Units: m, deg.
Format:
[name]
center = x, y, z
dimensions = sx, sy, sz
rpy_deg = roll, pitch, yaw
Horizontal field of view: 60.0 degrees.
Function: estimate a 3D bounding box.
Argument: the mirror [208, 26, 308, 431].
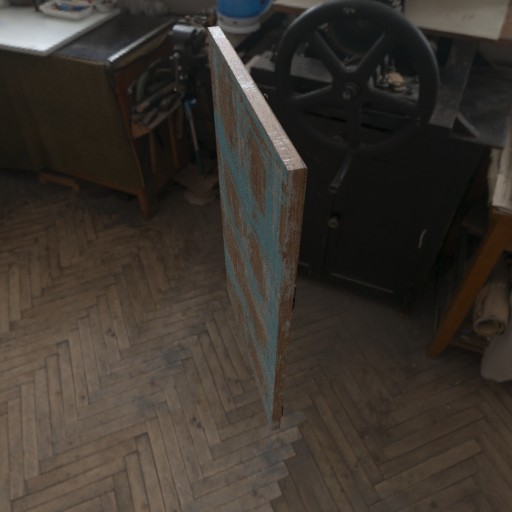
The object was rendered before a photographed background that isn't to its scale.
[mirror]
center = 0.000, 0.000, 1.489
dimensions = 0.083, 1.213, 0.707
rpy_deg = -12, 48, -11
